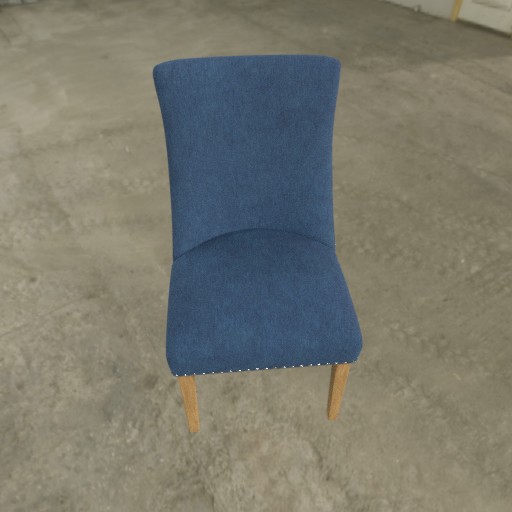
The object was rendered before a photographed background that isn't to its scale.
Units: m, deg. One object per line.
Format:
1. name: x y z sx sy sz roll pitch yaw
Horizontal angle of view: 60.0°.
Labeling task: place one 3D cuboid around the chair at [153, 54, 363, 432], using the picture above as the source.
1. chair: 0.000 0.000 1.251 0.495 0.902 0.610 -3 45 -4
